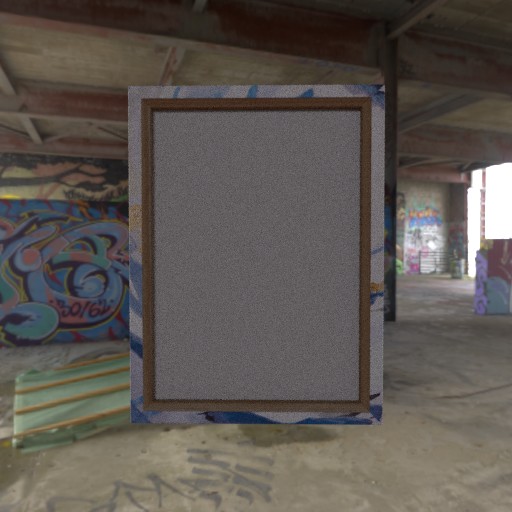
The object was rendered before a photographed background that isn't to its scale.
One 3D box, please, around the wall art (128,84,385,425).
[{"bbox_3d":[0.000,0.000,1.343,0.761,1.015,0.038,0,1,1],"label":"wall art"}]
